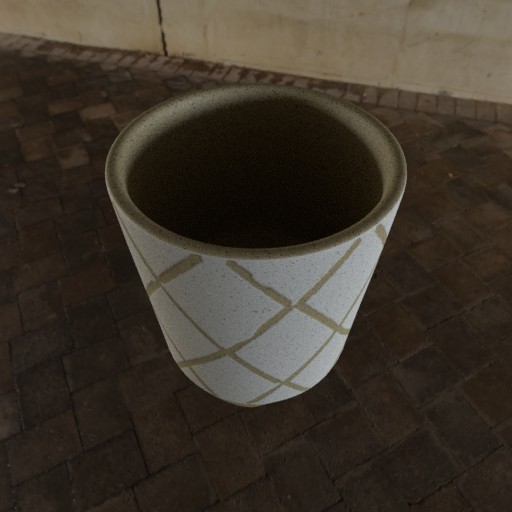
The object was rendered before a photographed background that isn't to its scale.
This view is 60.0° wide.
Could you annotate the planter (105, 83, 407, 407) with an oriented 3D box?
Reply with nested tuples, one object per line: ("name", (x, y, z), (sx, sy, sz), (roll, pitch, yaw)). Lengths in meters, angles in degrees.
("planter", (0.000, 0.000, 0.358), (0.191, 0.199, 0.191), (0, 47, 0))
